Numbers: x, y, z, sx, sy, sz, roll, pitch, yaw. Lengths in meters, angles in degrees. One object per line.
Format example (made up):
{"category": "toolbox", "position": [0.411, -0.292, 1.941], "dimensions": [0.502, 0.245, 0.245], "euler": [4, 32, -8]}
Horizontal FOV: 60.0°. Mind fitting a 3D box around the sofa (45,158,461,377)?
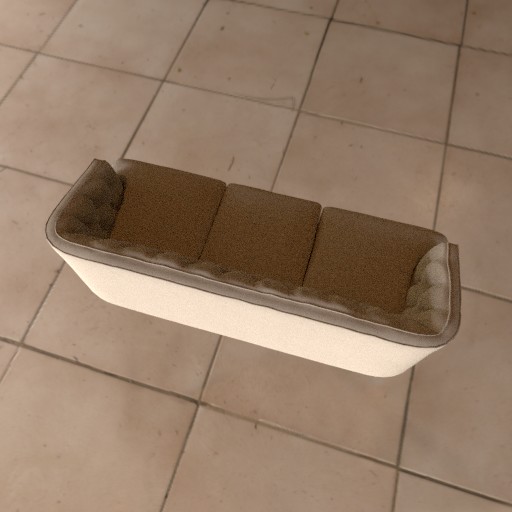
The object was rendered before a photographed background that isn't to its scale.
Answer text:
{"category": "sofa", "position": [0.000, 0.000, 2.768], "dimensions": [2.278, 0.855, 0.941], "euler": [14, 65, 7]}
